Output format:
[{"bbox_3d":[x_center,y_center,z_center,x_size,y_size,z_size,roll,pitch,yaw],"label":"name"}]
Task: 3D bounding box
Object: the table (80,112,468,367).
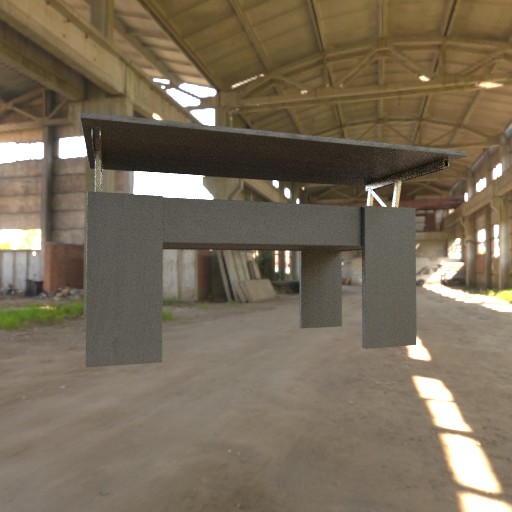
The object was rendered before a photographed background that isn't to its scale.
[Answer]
[{"bbox_3d":[0.000,0.000,1.399,1.000,0.570,0.711,0,-2,-18],"label":"table"}]
